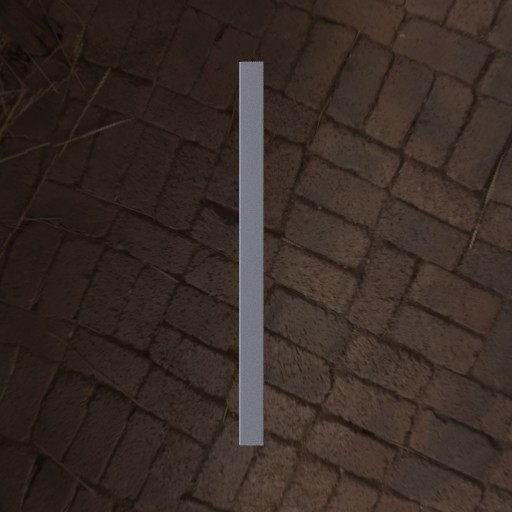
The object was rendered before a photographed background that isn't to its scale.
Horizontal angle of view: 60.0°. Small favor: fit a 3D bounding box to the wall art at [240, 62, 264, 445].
[{"bbox_3d":[0.000,0.000,1.164,0.039,0.915,0.612,0,89,1],"label":"wall art"}]
